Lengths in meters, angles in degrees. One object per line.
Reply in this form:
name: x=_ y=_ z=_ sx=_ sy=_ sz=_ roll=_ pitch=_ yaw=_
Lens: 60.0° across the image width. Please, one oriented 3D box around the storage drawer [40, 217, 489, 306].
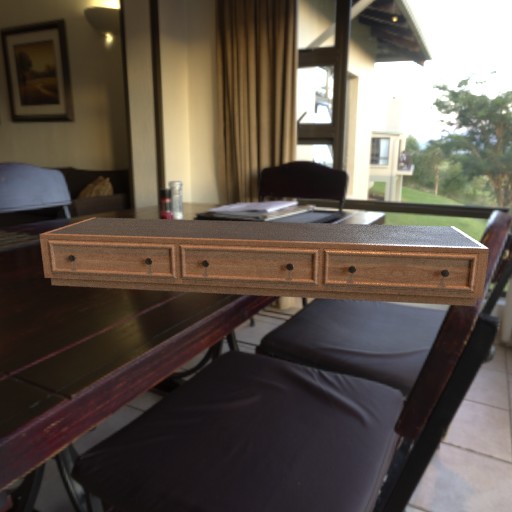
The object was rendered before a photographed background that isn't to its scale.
storage drawer: x=0.000 y=0.000 z=2.258 sx=2.032 sy=0.264 sz=0.538 roll=2 pitch=14 yaw=8
